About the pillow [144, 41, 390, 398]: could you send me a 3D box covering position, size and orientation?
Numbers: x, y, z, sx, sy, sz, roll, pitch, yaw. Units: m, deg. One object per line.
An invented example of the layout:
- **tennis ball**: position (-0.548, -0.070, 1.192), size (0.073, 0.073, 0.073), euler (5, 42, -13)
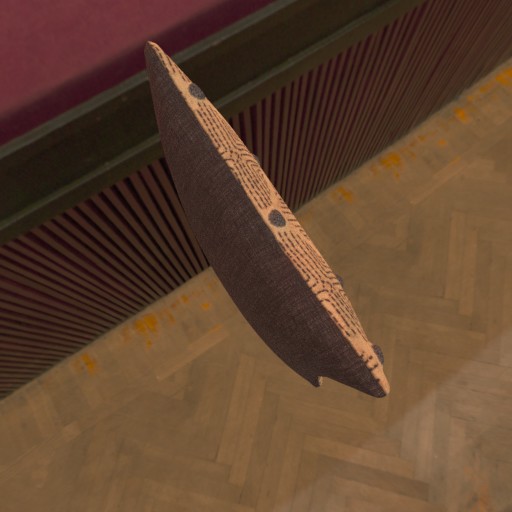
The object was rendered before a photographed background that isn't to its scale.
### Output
- **pillow**: position (0.000, 0.000, 0.746), size (0.145, 0.510, 0.510), euler (-31, 77, -8)
